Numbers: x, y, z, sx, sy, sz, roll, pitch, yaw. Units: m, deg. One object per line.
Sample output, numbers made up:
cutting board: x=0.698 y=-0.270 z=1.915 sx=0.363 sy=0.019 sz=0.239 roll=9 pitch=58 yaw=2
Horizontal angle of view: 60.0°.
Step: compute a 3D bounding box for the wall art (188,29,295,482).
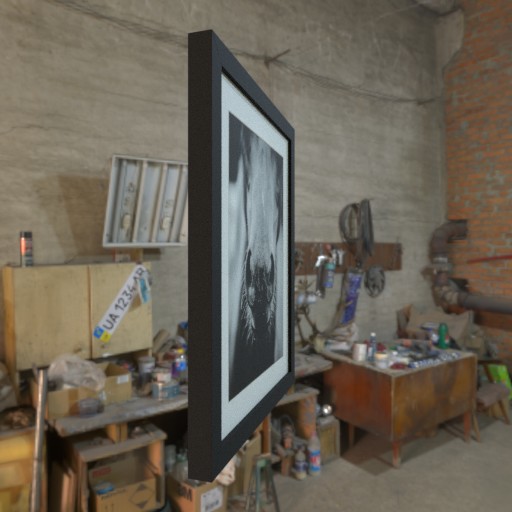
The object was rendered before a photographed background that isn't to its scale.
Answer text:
wall art: x=0.000 y=0.000 z=0.555 sx=0.024 sy=0.404 sz=0.329 roll=0 pitch=0 yaw=18
